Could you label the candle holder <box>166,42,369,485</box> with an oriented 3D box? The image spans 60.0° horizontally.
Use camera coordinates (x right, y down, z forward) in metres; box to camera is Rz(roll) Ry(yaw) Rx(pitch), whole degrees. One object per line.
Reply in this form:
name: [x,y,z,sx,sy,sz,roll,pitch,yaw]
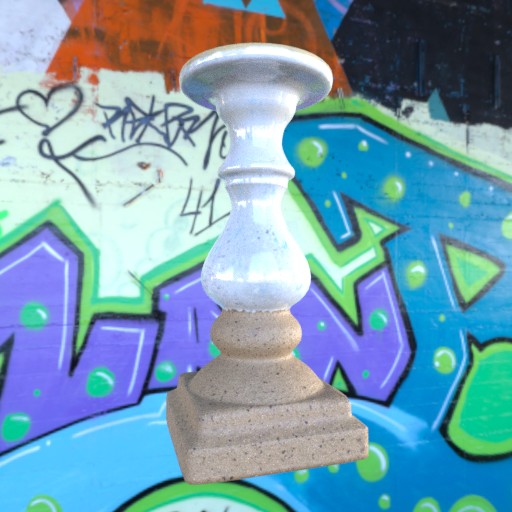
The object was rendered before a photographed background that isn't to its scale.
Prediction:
candle holder: [0.000,0.000,0.296,0.110,0.239,0.110,0,0,-17]
